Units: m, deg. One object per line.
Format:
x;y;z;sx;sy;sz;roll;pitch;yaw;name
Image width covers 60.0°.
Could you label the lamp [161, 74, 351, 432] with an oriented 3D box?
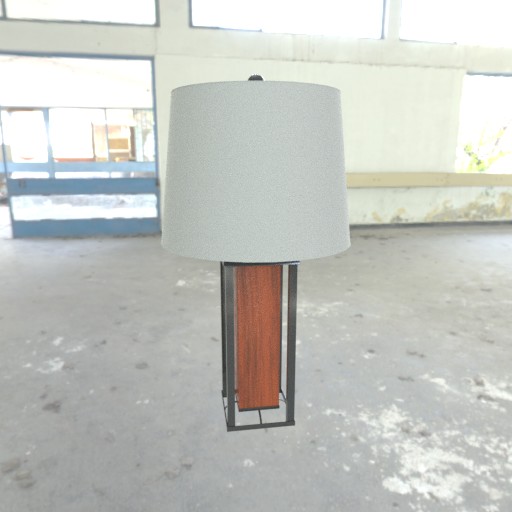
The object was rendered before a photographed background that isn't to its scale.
0.000;0.000;0.769;0.320;0.591;0.320;0;13;0;lamp
